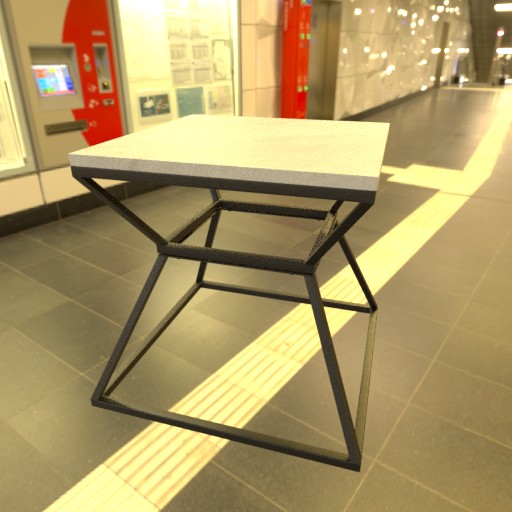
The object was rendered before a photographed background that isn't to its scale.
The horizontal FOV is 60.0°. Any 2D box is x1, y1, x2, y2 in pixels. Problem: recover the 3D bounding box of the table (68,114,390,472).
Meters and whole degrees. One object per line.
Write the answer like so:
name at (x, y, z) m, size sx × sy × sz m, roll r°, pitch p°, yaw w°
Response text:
table at (0.000, 0.000, 0.810) m, size 0.455 × 0.431 × 0.455 m, roll 7°, pitch 26°, yaw 15°
